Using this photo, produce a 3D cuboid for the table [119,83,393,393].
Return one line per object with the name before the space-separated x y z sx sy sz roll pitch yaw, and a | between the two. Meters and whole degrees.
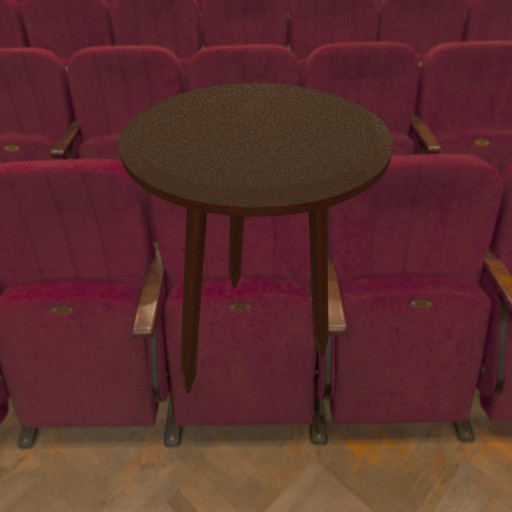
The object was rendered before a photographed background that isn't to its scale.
table | 0.000 0.000 0.943 0.457 0.585 0.457 0 41 0
